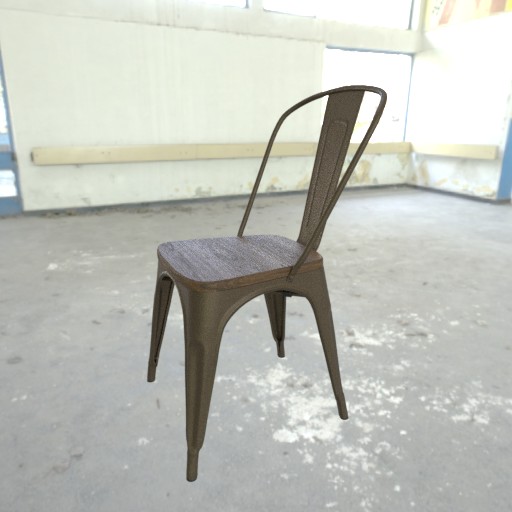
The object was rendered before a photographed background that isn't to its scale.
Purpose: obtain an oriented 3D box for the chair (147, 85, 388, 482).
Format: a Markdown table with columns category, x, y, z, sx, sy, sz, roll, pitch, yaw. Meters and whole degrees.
| category | x | y | z | sx | sy | sz | roll | pitch | yaw |
| --- | --- | --- | --- | --- | --- | --- | --- | --- | --- |
| chair | 0.000 | 0.000 | 1.146 | 0.532 | 0.844 | 0.451 | -7 | 18 | -24 |
